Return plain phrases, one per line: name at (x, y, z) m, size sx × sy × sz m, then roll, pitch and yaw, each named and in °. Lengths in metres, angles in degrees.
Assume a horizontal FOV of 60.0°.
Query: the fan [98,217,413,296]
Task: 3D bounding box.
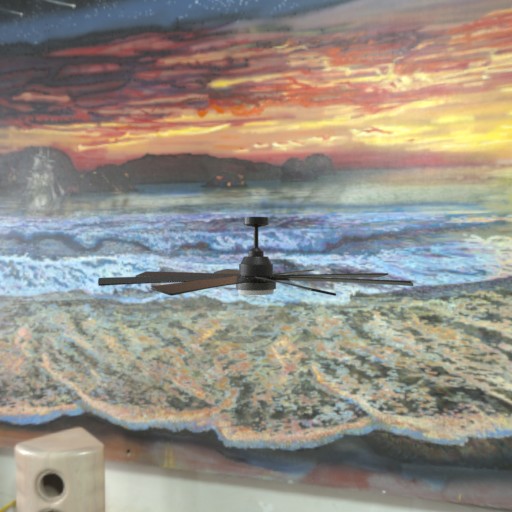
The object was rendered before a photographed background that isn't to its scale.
fan at (0.000, 0.000, 2.726) m, size 1.830 × 0.472 × 1.830 m, roll 0°, pitch 1°, yaw -18°
